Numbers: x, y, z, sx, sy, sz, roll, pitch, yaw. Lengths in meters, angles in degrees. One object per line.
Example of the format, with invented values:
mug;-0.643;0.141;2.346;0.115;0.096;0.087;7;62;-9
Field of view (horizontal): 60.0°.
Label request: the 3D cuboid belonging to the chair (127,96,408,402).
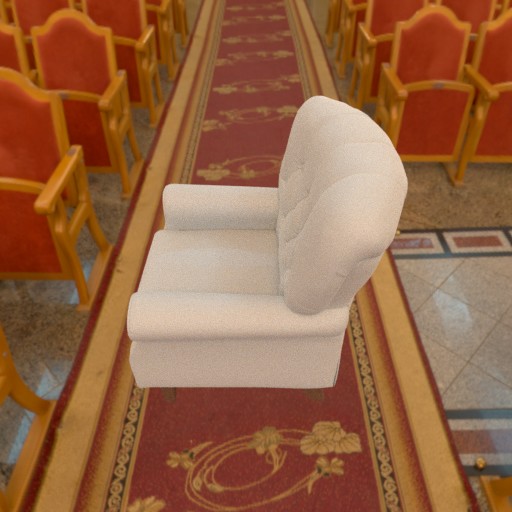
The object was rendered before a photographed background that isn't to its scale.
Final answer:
chair;0.000;0.000;2.090;1.128;1.217;1.090;0;41;0
